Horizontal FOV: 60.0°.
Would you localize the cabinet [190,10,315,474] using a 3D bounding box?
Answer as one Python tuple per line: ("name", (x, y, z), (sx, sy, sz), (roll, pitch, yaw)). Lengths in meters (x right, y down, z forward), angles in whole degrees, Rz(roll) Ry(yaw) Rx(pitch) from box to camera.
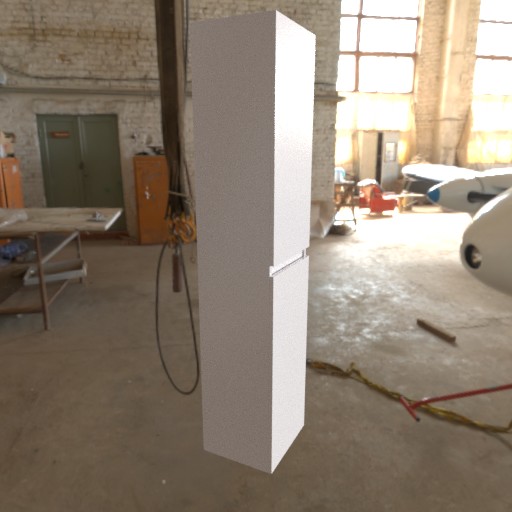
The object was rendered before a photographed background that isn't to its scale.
("cabinet", (0.000, 0.000, 1.496), (0.269, 1.400, 0.300), (7, 16, 26))
